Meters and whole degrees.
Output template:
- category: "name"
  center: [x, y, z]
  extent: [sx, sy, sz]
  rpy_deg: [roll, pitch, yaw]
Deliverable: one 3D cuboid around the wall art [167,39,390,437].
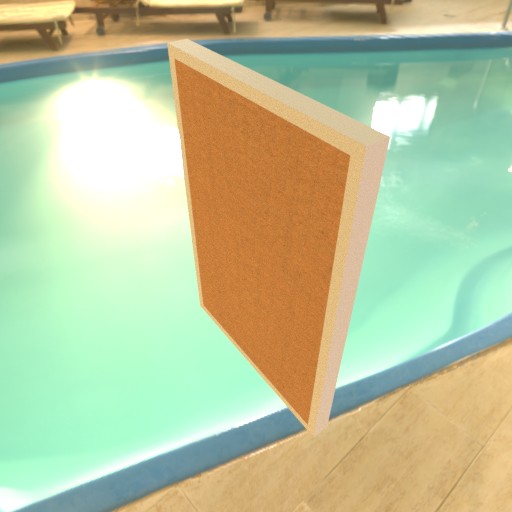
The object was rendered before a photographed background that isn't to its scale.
- category: "wall art"
  center: [0.000, 0.000, 0.545]
  extent: [0.025, 0.428, 0.293]
  rpy_deg: [-26, 48, -26]
